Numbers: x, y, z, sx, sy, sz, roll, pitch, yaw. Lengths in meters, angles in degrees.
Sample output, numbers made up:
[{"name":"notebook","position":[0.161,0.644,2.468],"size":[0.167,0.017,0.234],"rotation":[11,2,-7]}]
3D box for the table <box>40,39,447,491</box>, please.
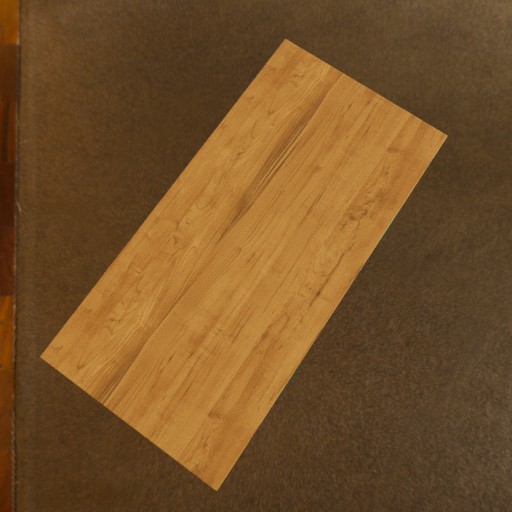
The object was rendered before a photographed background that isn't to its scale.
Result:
[{"name":"table","position":[0.000,0.000,1.446],"size":[0.590,0.400,1.180],"rotation":[34,80,7]}]
